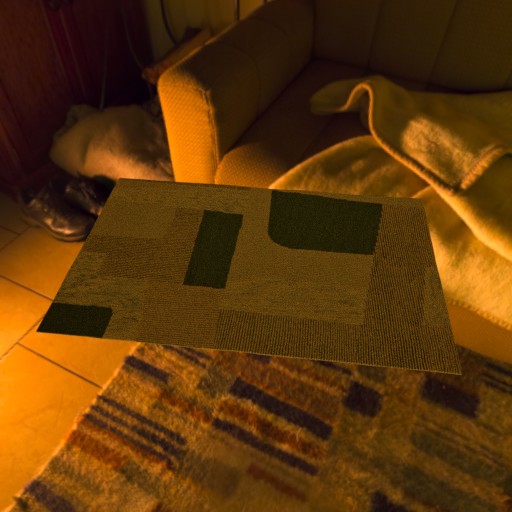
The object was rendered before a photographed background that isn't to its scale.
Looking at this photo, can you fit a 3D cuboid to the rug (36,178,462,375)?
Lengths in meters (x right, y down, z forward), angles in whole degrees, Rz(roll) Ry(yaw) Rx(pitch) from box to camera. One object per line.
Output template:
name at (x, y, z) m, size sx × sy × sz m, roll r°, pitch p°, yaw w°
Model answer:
rug at (0.000, 0.000, 3.030) m, size 2.436 × 0.015 × 1.521 m, roll 5°, pitch 46°, yaw 5°
